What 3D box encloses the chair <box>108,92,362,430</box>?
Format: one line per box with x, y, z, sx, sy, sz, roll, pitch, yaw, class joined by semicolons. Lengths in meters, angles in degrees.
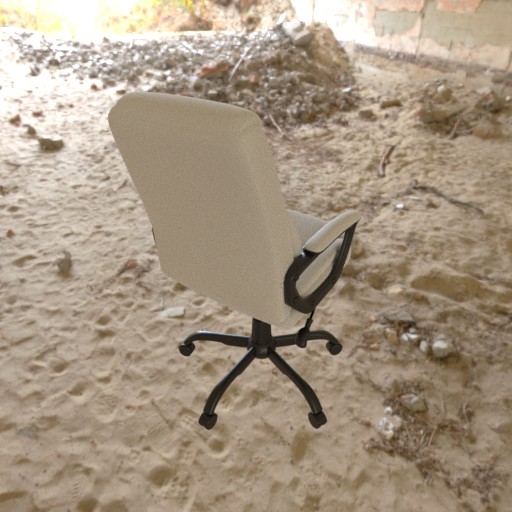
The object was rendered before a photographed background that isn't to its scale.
0.000;0.000;1.428;0.663;1.065;0.669;20;36;30;chair
